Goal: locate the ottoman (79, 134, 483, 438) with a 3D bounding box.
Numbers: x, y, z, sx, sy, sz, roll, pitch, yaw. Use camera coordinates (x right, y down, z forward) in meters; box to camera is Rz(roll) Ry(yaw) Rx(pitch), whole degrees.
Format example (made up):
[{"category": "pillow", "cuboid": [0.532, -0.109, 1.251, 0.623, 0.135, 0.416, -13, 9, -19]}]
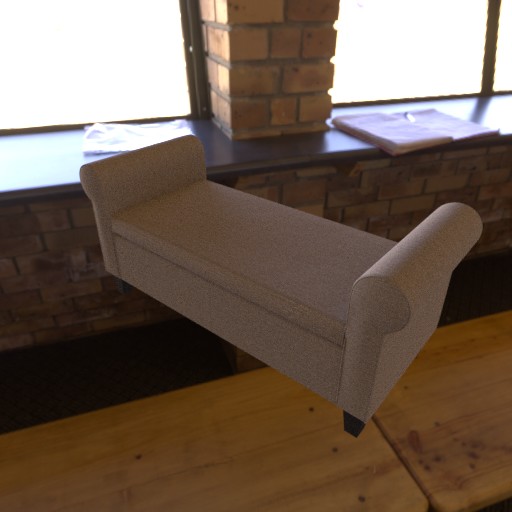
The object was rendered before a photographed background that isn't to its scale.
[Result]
[{"category": "ottoman", "cuboid": [0.000, 0.000, 1.543, 1.256, 0.547, 0.521, 23, 38, 33]}]
